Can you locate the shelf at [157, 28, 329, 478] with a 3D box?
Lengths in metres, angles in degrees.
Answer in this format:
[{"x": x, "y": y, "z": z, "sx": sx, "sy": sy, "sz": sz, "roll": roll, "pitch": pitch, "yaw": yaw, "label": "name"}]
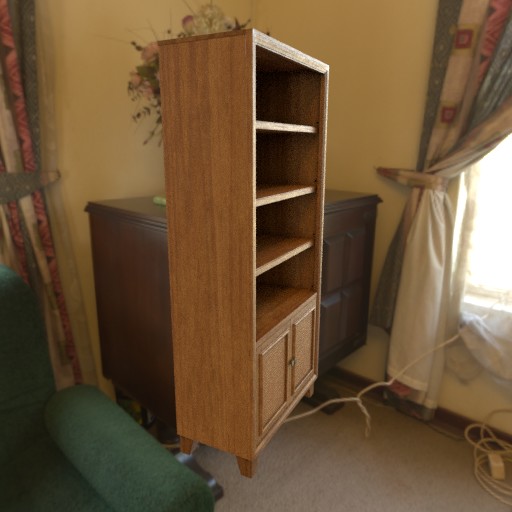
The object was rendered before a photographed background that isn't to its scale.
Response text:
[{"x": 0.000, "y": 0.000, "z": 2.296, "sx": 0.453, "sy": 1.930, "sz": 0.864, "roll": 7, "pitch": 16, "yaw": 27, "label": "shelf"}]
